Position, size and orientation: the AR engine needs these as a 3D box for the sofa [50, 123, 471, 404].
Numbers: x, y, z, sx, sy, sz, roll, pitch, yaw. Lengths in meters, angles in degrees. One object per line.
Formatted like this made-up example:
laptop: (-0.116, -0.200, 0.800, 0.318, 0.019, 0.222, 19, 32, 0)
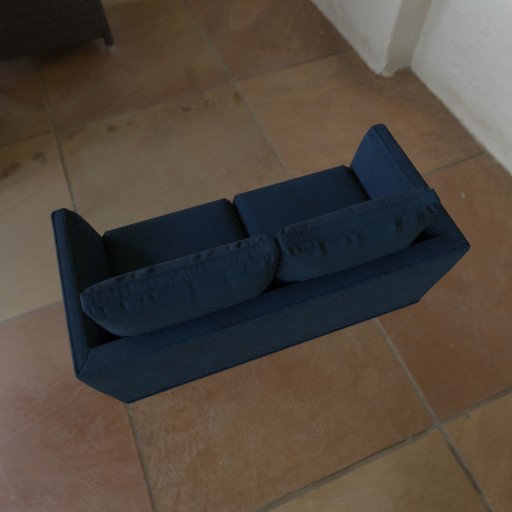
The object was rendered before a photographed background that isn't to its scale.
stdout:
sofa: (0.000, 0.000, 2.247, 1.770, 1.002, 0.853, -17, 61, -10)
